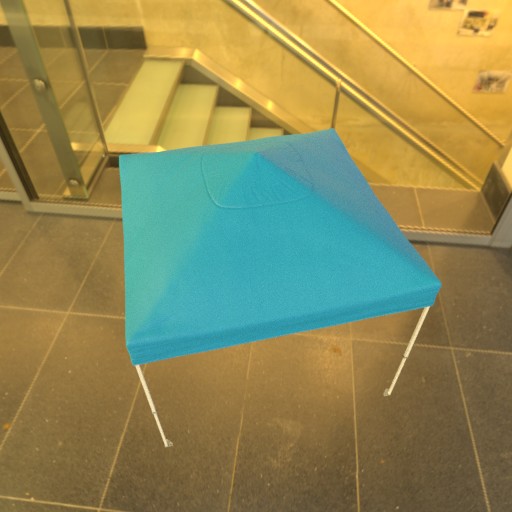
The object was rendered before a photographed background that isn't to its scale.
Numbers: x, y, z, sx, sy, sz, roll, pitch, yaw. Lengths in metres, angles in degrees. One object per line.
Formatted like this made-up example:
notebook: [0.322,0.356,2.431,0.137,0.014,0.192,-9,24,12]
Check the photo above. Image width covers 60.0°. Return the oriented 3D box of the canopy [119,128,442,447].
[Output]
canopy: [0.000,0.000,5.545,2.998,2.997,2.996,-10,47,-9]
